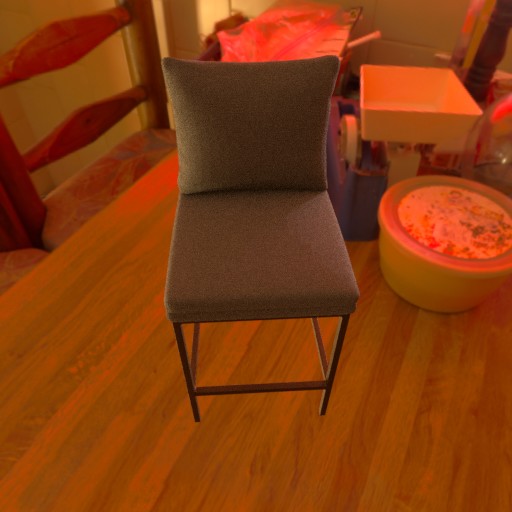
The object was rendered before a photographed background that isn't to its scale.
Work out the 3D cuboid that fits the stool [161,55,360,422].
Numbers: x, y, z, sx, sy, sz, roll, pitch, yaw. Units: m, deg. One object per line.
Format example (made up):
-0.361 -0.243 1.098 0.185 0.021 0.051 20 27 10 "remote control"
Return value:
0.000 0.000 1.323 0.463 1.031 0.569 -2 46 -2 "stool"
